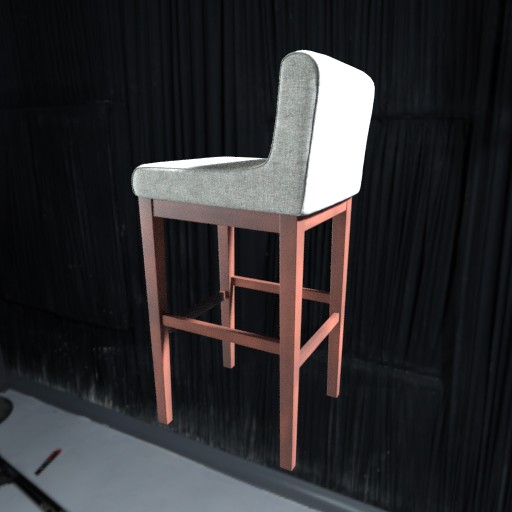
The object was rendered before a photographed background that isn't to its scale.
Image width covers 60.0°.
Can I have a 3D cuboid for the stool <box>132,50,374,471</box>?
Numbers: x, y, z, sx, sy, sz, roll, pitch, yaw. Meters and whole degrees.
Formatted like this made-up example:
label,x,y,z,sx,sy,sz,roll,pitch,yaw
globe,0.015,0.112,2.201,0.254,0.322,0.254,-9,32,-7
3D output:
label,x,y,z,sx,sy,sz,roll,pitch,yaw
stool,0.000,0.000,1.222,0.499,0.965,0.426,8,18,27
